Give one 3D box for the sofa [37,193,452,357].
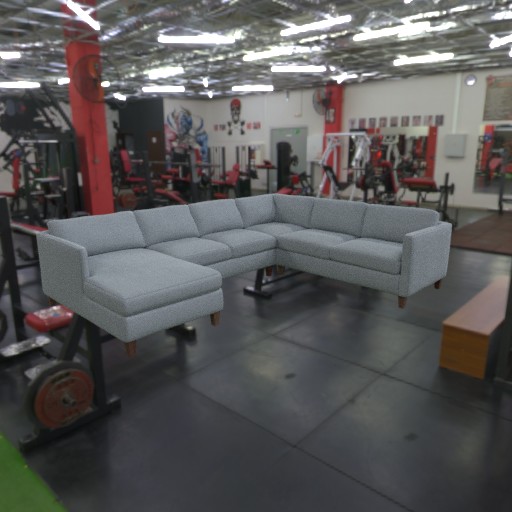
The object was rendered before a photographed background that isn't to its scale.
[{"bbox_3d":[0.000,0.000,4.355,2.551,0.853,3.238,14,20,43],"label":"sofa"}]
